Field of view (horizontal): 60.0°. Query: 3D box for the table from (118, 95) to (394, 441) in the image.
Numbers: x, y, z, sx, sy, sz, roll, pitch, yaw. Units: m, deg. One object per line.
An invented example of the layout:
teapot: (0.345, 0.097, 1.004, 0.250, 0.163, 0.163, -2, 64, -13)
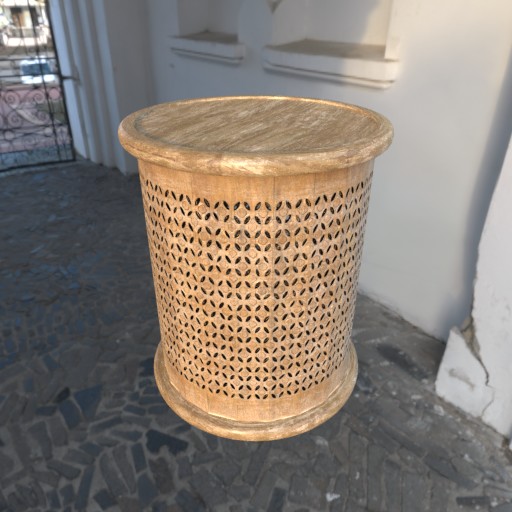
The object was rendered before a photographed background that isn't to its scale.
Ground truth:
table: (0.000, 0.000, 0.790, 0.407, 0.482, 0.407, 0, 29, 0)
